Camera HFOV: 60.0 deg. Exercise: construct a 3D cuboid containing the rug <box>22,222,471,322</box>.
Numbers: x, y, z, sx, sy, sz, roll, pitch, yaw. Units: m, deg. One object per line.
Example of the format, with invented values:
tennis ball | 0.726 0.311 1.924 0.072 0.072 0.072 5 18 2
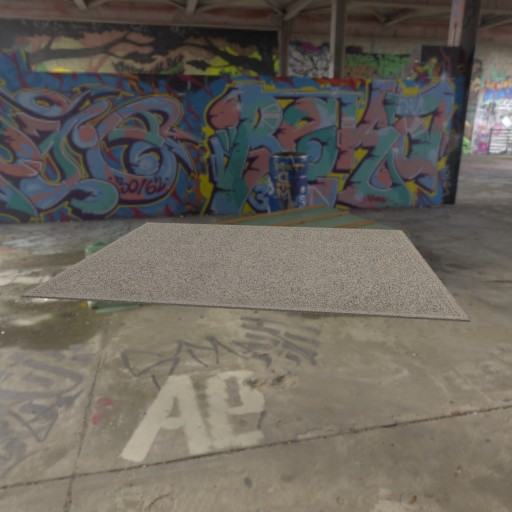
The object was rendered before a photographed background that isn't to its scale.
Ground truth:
rug | 0.000 0.000 4.119 3.050 0.015 2.441 2 17 7
